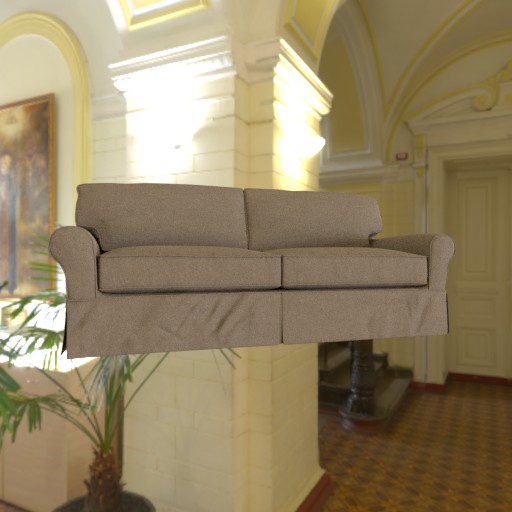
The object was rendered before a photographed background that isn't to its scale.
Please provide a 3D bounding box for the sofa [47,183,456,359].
[{"bbox_3d":[0.000,0.000,2.750,2.248,0.943,0.991,0,0,-18],"label":"sofa"}]
